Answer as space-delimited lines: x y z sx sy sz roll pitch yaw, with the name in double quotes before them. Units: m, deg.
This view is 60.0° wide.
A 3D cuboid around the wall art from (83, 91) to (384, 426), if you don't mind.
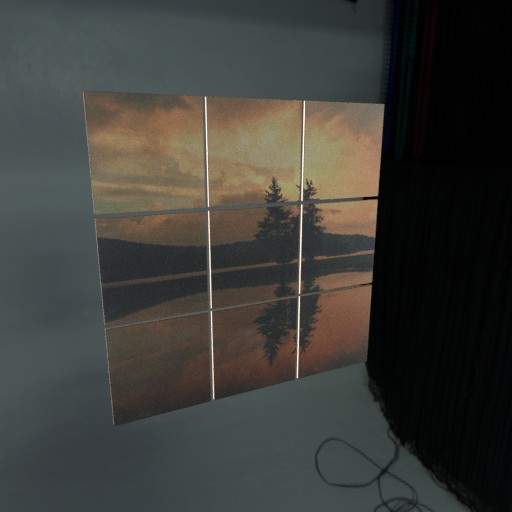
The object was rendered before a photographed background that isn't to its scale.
"wall art" 0.000 0.000 1.814 1.216 1.218 0.013 -7 16 -24
